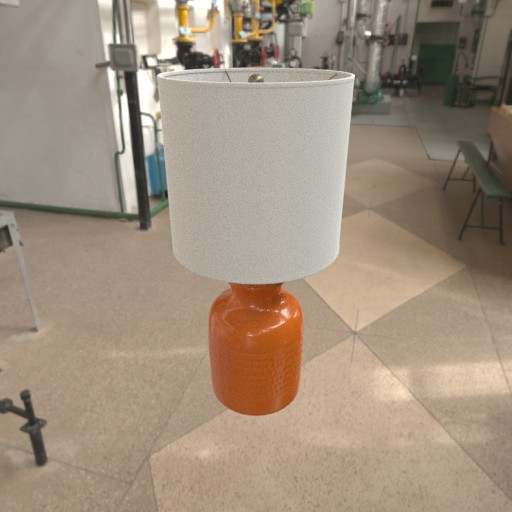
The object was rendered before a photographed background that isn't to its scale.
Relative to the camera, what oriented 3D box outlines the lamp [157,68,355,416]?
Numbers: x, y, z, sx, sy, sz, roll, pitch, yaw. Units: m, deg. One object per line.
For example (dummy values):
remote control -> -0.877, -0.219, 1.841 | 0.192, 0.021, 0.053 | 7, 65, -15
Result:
lamp -> 0.000, 0.000, 1.144 | 0.418, 0.871, 0.418 | 7, 27, 14
